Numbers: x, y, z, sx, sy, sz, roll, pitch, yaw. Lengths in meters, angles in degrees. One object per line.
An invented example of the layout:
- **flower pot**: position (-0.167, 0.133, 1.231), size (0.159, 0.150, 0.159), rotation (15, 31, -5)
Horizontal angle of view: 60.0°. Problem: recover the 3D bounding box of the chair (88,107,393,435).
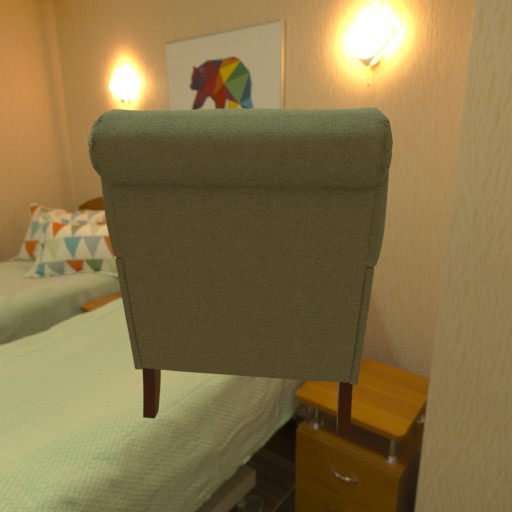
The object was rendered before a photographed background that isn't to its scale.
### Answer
- **chair**: position (0.000, 0.000, 1.924), size (0.964, 1.178, 1.060), rotation (2, 16, 7)
